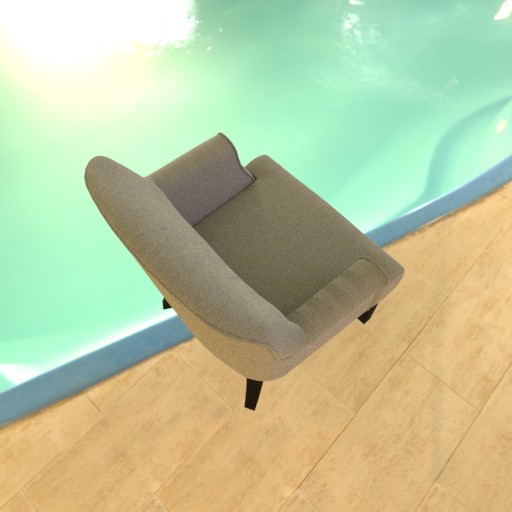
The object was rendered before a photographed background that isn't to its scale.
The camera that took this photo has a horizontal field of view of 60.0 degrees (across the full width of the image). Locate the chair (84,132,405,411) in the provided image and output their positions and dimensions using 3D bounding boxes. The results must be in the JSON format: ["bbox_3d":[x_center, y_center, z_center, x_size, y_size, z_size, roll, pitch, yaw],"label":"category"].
[{"bbox_3d":[0.000,0.000,1.475,0.755,0.880,0.772,-36,65,-20],"label":"chair"}]
